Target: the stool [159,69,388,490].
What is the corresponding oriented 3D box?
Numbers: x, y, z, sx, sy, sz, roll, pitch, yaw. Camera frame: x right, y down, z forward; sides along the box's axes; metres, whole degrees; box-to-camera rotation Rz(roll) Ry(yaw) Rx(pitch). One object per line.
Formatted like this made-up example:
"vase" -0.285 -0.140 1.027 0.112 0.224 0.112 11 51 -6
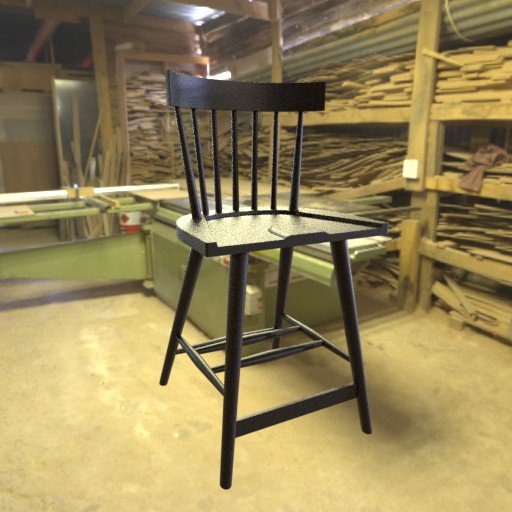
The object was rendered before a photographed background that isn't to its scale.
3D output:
"stool" 0.000 0.000 1.252 0.494 0.953 0.549 -7 16 -27
